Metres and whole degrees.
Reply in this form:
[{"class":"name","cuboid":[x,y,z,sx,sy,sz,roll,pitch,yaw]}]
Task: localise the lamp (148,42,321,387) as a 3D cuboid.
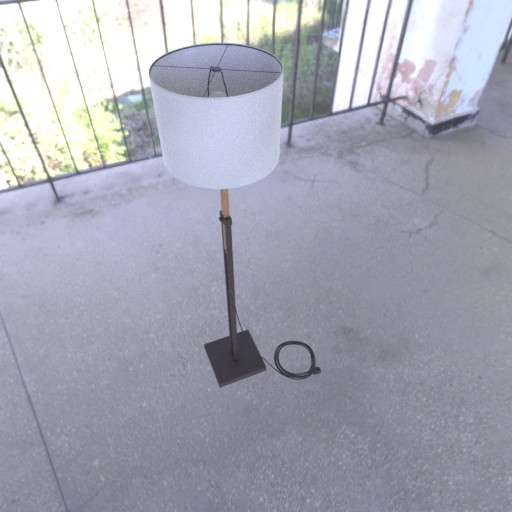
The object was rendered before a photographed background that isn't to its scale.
[{"class":"lamp","cuboid":[0.000,0.000,1.938,0.639,1.650,0.474,-16,48,-16]}]
